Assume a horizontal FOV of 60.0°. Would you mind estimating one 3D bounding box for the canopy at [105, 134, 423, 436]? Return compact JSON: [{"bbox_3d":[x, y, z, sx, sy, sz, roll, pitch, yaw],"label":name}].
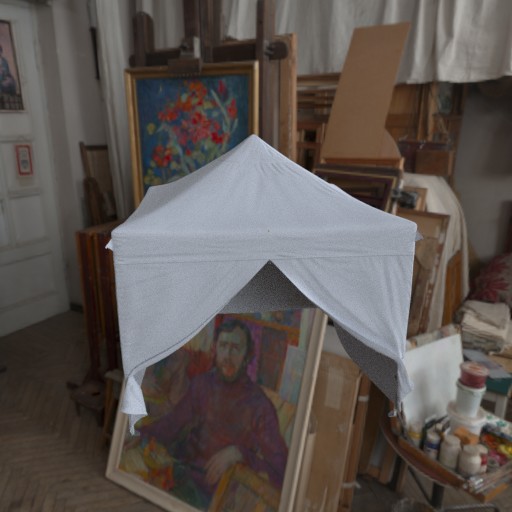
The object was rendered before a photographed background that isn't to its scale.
[{"bbox_3d":[0.000,0.000,5.665,3.043,2.997,3.121,-2,17,-6],"label":"canopy"}]
